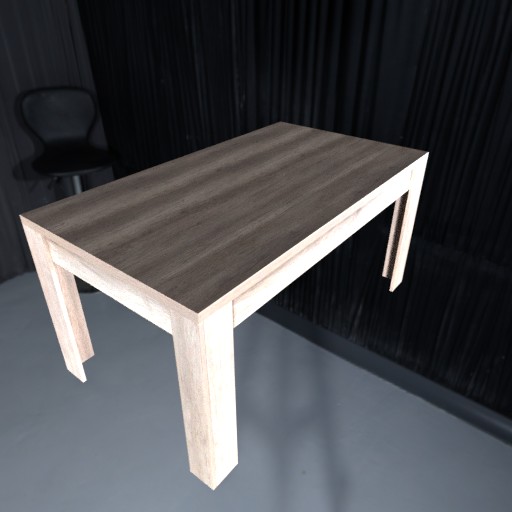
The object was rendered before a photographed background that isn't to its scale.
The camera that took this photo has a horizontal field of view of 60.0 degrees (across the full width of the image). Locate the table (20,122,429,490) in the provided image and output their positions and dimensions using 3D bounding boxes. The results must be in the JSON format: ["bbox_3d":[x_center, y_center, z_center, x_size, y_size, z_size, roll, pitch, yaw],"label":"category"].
[{"bbox_3d":[0.000,0.000,2.090,0.900,0.775,1.600,23,38,32],"label":"table"}]
